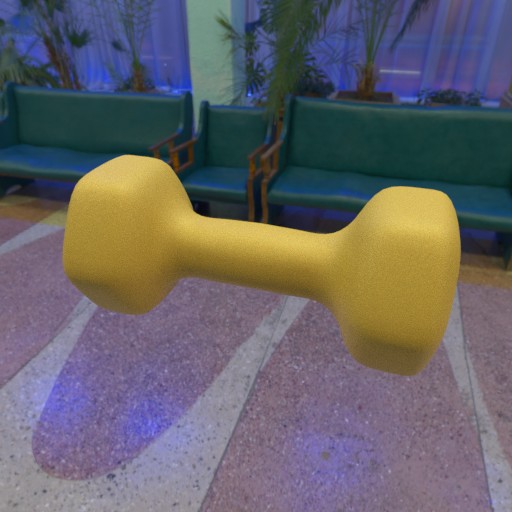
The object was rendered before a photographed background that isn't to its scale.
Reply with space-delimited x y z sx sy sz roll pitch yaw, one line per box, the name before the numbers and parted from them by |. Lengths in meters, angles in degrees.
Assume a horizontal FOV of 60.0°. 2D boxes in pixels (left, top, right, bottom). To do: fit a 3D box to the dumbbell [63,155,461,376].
dumbbell | 0.000 0.000 0.230 0.190 0.082 0.090 10 33 16
